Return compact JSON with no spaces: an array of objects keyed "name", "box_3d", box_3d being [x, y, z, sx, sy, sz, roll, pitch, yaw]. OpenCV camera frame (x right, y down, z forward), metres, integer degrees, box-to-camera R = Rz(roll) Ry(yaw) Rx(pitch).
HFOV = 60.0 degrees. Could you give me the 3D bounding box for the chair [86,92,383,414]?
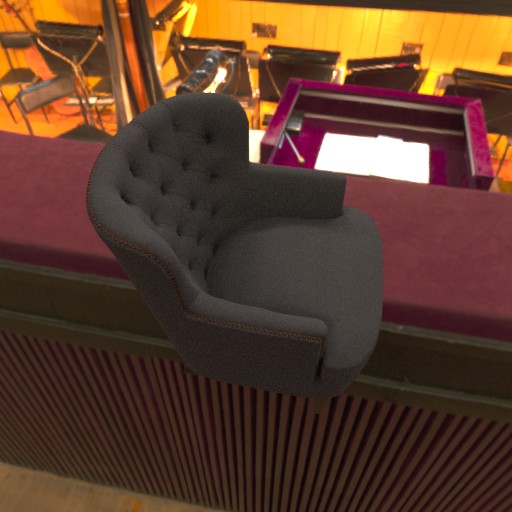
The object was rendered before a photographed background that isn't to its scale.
[{"name":"chair","box_3d":[0.000,0.000,1.579,0.906,0.868,0.848,9,45,9]}]
